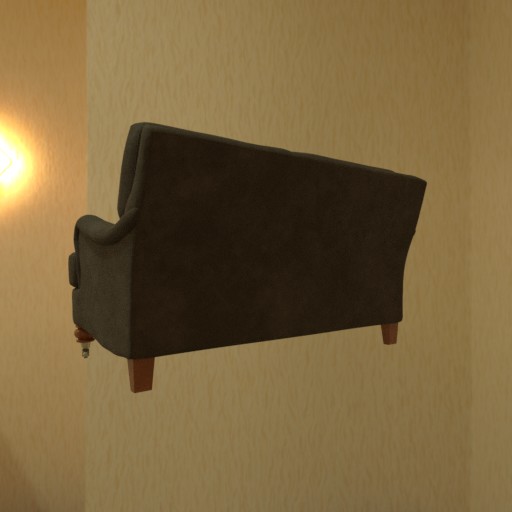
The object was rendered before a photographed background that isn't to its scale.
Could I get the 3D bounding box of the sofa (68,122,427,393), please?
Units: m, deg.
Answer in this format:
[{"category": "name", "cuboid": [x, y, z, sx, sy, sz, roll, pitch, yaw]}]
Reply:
[{"category": "sofa", "cuboid": [0.000, 0.000, 2.539, 1.853, 1.101, 1.084, 0, 0, -37]}]
